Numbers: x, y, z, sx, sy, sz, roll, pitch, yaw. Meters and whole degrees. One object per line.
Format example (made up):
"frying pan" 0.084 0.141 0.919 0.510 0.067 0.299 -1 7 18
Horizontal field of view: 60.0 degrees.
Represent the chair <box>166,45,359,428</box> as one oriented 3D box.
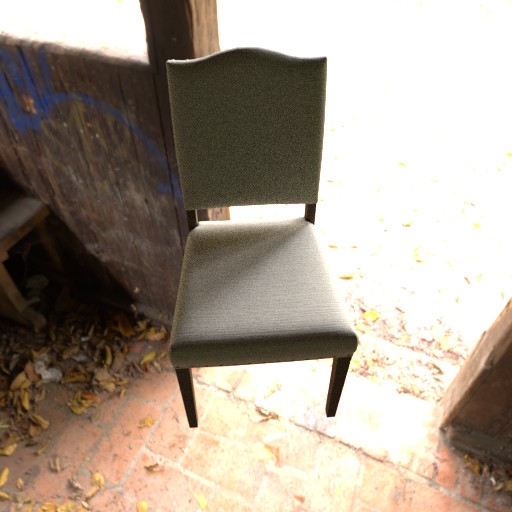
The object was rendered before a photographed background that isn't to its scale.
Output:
"chair" 0.000 0.000 1.340 0.508 1.015 0.619 -3 47 -3
